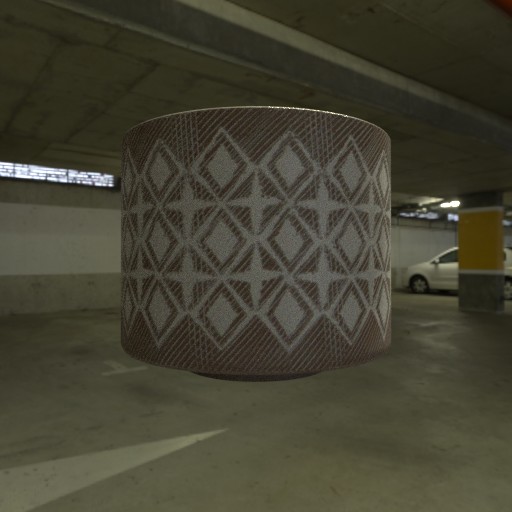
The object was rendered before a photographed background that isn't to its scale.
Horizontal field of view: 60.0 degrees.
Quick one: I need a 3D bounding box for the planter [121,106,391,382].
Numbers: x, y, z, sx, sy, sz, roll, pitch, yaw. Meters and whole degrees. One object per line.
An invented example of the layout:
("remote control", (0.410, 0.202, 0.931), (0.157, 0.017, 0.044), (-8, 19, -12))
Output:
("planter", (0.000, 0.000, 0.217), (0.126, 0.104, 0.126), (0, 0, 0))
